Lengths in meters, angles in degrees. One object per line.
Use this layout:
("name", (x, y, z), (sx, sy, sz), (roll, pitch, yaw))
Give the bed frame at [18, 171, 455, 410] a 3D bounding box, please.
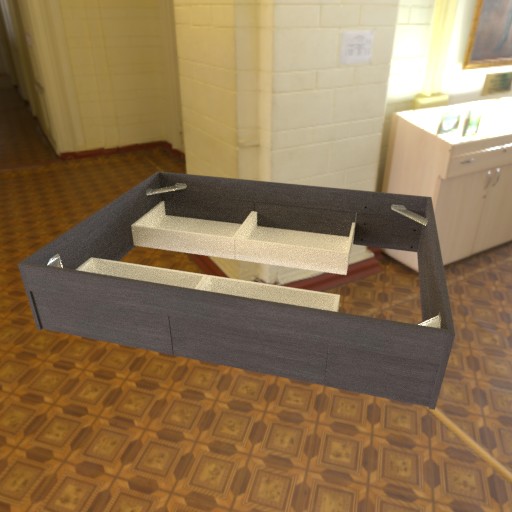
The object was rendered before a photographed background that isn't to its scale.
("bed frame", (0.000, 0.000, 2.578), (1.944, 0.459, 1.448), (8, 30, 14))
